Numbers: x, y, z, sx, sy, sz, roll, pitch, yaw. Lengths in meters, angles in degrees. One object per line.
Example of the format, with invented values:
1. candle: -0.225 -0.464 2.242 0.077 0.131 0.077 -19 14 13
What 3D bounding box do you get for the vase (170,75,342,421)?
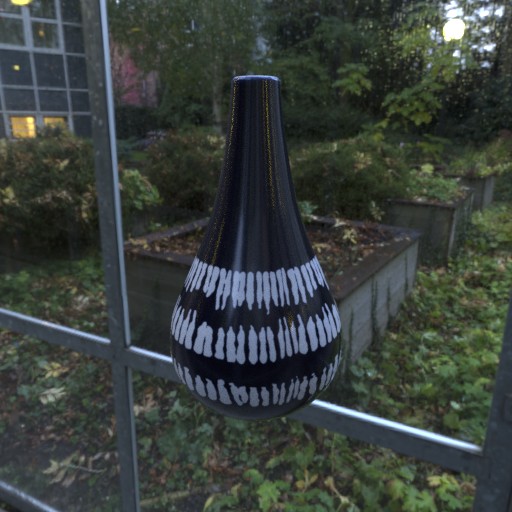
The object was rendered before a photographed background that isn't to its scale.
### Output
1. vase: 0.000 0.000 0.394 0.159 0.295 0.159 0 16 0
